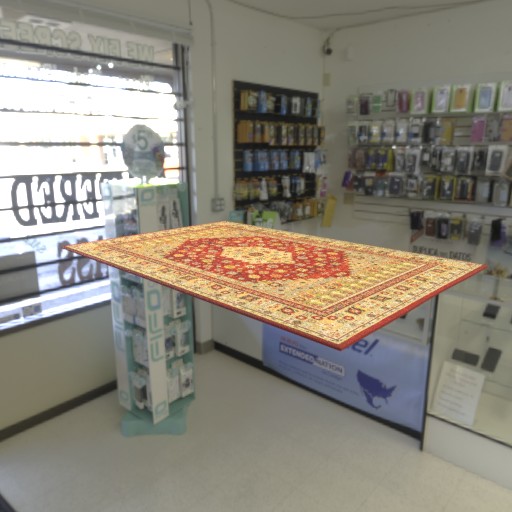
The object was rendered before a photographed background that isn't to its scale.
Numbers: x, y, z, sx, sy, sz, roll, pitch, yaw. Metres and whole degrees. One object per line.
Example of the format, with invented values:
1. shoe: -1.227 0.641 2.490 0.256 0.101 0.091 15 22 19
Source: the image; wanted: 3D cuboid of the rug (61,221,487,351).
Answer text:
1. rug: 0.000 0.000 2.219 1.802 0.013 1.194 13 19 43
